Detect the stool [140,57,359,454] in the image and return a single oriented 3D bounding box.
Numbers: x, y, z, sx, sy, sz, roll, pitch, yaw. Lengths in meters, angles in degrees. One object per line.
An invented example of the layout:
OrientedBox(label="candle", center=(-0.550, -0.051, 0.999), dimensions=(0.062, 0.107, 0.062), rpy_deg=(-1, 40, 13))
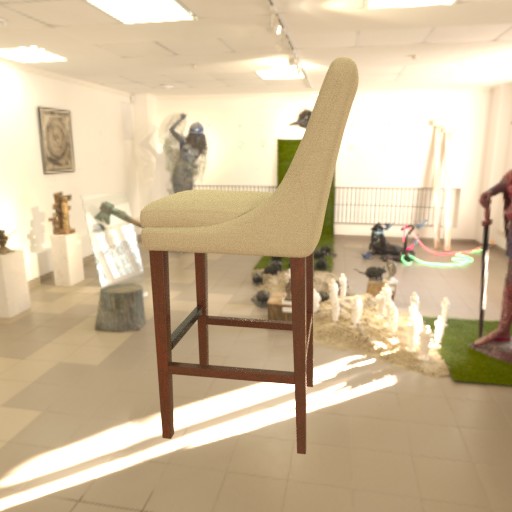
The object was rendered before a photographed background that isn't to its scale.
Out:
OrientedBox(label="stool", center=(0.000, 0.000, 1.397), dimensions=(0.577, 1.078, 0.470), rpy_deg=(2, 14, 10))
